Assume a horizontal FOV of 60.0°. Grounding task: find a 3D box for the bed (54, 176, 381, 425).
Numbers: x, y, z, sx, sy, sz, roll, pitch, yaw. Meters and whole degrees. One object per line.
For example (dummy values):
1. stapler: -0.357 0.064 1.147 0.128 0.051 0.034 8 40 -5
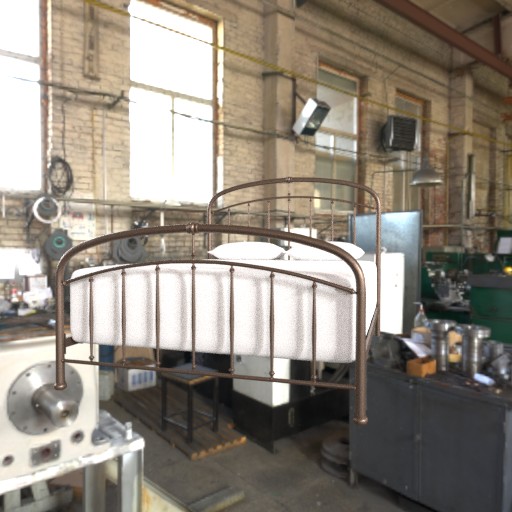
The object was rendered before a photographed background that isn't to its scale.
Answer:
1. bed: 0.000 0.000 3.232 1.711 1.475 2.168 0 1 17
